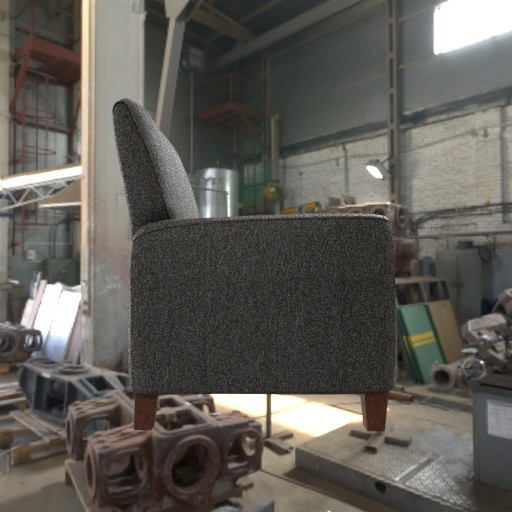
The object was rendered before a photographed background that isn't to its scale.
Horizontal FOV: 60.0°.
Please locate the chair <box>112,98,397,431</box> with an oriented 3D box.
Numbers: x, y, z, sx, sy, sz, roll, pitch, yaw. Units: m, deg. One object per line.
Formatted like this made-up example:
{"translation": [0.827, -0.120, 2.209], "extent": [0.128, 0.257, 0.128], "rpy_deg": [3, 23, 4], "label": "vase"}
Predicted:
{"translation": [0.000, 0.000, 1.646], "extent": [0.864, 1.014, 0.848], "rpy_deg": [0, -1, 1], "label": "chair"}
